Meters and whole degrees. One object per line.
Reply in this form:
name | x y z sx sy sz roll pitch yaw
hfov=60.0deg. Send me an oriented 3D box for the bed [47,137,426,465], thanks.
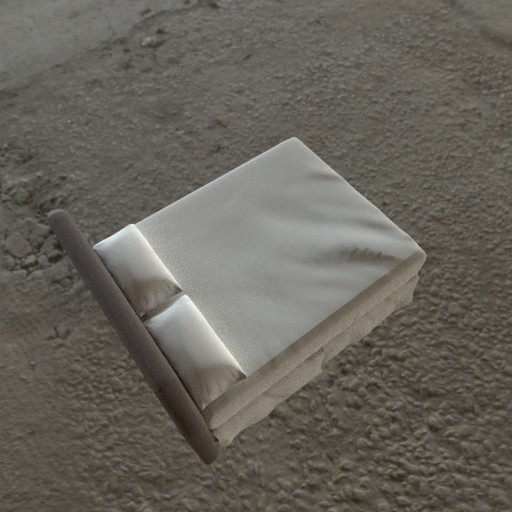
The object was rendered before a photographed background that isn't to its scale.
bed | 0.000 0.000 3.181 2.116 1.290 1.693 -33 64 -18
